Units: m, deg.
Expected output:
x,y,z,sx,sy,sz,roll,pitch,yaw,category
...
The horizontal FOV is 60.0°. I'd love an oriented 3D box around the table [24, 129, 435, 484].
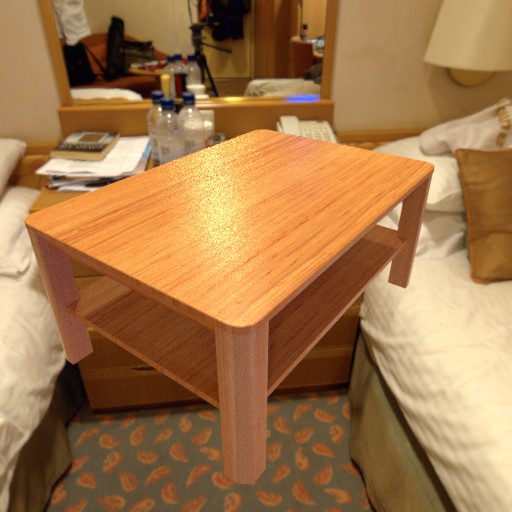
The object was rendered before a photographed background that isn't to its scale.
x,y,z,sx,sy,sz,roll,pitch,yaw,category
0.000,0.000,1.349,0.696,0.445,0.997,21,37,31,table
